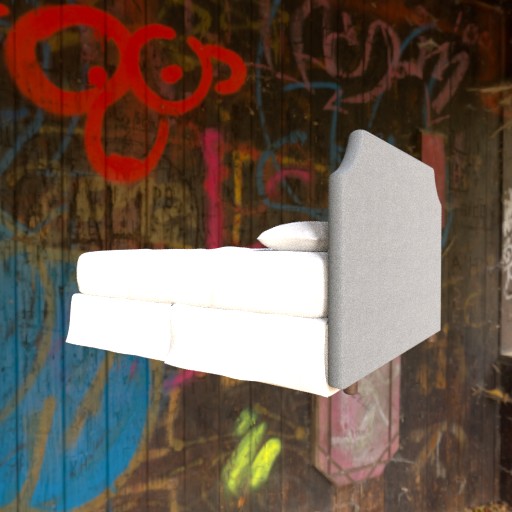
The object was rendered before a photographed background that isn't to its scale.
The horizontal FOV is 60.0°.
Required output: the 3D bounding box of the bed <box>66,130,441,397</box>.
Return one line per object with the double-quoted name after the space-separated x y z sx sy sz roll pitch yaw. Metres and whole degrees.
0.000 0.000 3.372 2.259 1.296 1.811 1 1 36 "bed"
